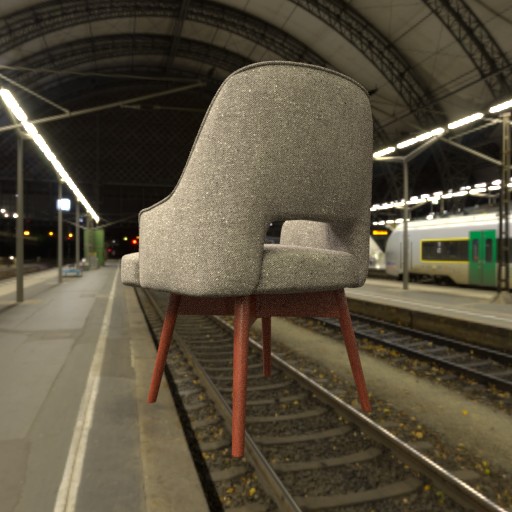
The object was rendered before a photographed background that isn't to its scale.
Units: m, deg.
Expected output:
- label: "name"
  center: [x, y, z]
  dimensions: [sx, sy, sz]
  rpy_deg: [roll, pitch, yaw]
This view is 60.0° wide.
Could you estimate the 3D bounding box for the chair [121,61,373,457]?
- label: "chair"
  center: [0.000, 0.000, 1.289]
  dimensions: [0.608, 0.875, 0.629]
  rpy_deg: [0, 1, -38]
